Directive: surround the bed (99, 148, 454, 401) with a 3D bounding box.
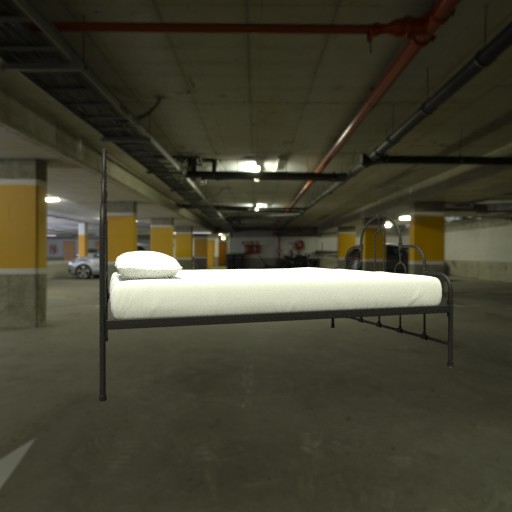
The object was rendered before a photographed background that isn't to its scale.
[{"bbox_3d":[0.000,0.000,3.291,2.163,1.429,1.640,0,0,-18],"label":"bed"}]
